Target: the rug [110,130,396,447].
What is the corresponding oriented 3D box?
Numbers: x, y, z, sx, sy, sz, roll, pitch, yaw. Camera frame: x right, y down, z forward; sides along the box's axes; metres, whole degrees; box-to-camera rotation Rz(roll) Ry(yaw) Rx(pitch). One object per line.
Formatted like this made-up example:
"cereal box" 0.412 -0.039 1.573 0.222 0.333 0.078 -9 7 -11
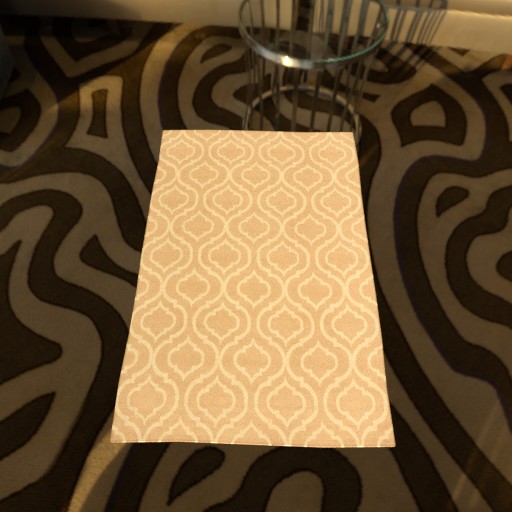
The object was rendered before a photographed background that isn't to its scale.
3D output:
"rug" 0.000 0.000 2.215 1.152 0.013 1.761 1 59 0
